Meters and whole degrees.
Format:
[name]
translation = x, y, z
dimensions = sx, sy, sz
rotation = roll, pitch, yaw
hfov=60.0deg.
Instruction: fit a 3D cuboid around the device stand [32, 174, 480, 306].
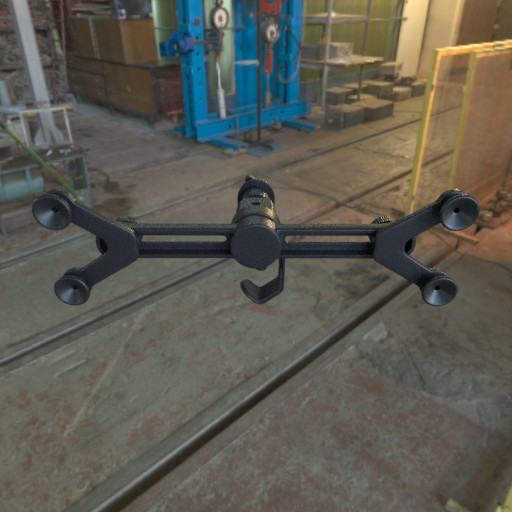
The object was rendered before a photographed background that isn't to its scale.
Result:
[device stand]
translation = 0.000, 0.000, 0.364
dimensions = 0.270, 0.166, 0.142
rotation = 0, 30, 0
